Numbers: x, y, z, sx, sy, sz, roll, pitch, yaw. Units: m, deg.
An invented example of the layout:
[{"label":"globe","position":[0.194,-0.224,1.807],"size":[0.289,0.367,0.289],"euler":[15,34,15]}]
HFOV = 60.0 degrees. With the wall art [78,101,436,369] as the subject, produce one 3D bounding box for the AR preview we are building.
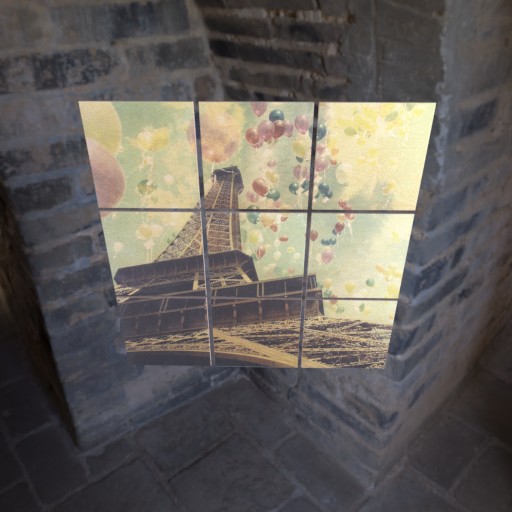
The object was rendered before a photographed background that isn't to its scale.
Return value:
[{"label":"wall art","position":[0.000,0.000,1.820],"size":[1.219,1.218,0.013],"euler":[1,30,1]}]
